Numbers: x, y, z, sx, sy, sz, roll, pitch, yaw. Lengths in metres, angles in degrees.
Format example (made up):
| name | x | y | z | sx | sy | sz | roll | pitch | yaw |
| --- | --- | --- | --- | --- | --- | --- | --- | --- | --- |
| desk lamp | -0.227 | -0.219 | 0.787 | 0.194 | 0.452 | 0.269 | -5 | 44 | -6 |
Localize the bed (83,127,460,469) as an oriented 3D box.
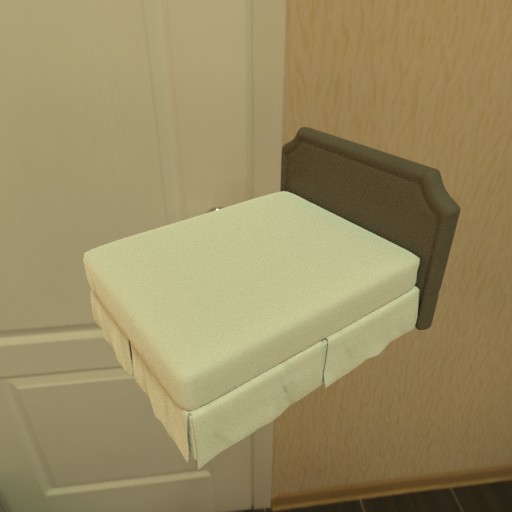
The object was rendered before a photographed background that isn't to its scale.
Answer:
| name | x | y | z | sx | sy | sz | roll | pitch | yaw |
| --- | --- | --- | --- | --- | --- | --- | --- | --- | --- |
| bed | 0.000 | 0.000 | 3.314 | 2.181 | 1.297 | 1.831 | -21 | 37 | -31 |
